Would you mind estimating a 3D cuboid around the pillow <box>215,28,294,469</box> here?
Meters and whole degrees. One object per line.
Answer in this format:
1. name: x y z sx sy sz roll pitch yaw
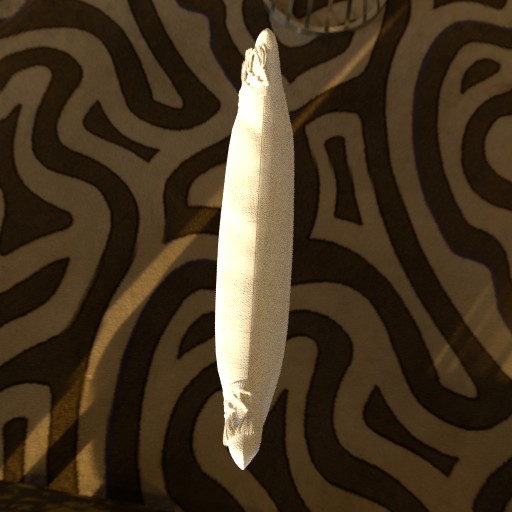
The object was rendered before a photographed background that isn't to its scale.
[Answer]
1. pillow: 0.000 0.000 0.588 0.084 0.305 0.466 3 75 1
